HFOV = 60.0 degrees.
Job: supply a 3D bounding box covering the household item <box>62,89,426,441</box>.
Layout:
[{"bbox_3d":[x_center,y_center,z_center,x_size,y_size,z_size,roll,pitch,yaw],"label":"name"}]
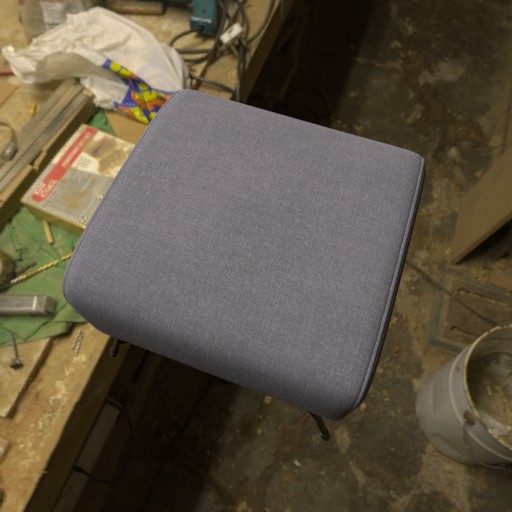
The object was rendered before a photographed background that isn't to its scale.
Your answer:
[{"bbox_3d":[0.000,0.000,0.905,0.530,0.410,0.530,19,66,9],"label":"household item"}]
